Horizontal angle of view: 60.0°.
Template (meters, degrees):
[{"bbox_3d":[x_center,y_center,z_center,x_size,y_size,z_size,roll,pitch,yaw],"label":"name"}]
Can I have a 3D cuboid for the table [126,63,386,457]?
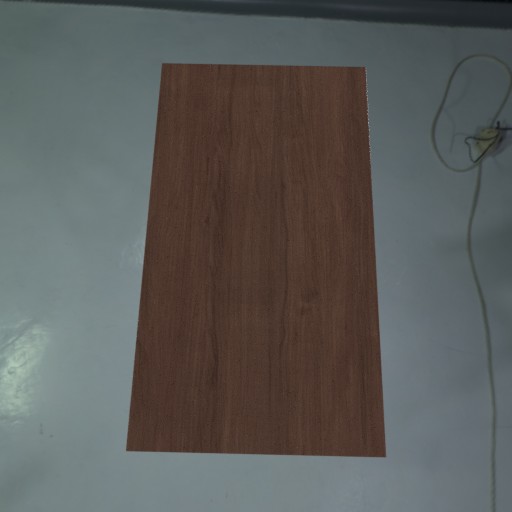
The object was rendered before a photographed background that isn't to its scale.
[{"bbox_3d":[0.000,0.000,1.304,0.600,0.380,1.020,1,74,0],"label":"table"}]
